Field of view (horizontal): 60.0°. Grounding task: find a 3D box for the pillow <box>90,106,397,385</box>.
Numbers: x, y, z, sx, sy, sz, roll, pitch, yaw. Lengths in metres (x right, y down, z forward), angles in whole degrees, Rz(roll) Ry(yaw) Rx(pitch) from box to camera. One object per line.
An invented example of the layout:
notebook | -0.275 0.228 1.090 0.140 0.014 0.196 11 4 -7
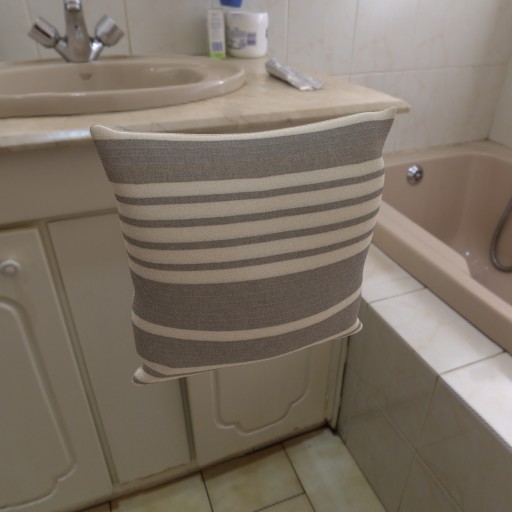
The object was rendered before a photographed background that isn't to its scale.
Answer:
pillow | 0.000 0.000 0.696 0.439 0.440 0.182 -10 32 -16
